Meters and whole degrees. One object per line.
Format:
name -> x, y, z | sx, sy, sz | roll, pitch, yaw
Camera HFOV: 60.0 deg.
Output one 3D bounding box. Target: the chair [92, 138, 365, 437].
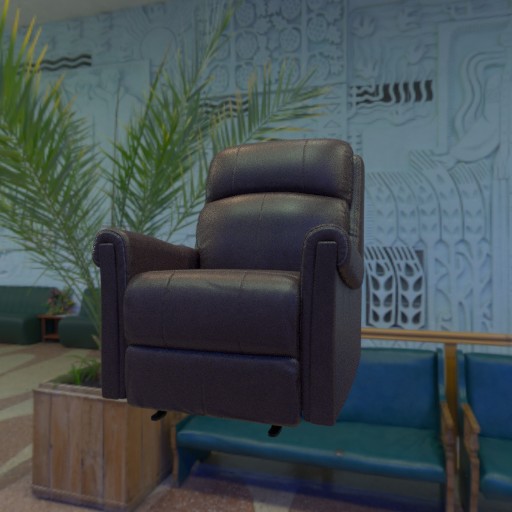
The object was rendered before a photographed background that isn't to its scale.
chair -> 0.000, 0.000, 1.748 | 0.838, 1.054, 1.014 | 0, 0, 19
